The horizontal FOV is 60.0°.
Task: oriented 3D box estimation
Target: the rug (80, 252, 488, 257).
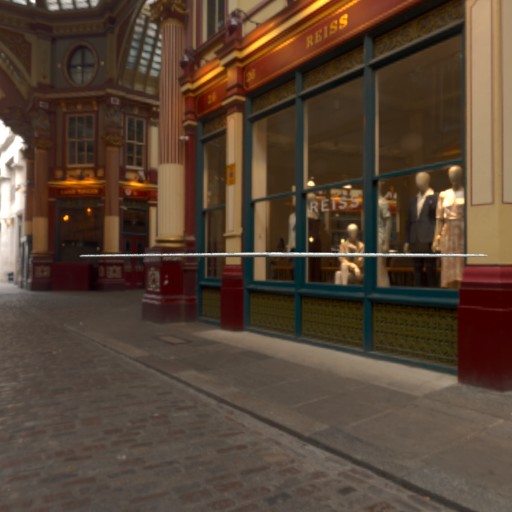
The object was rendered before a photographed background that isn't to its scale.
[{"bbox_3d":[0.000,0.000,2.868,1.586,0.014,2.197,0,0,-38],"label":"rug"}]
